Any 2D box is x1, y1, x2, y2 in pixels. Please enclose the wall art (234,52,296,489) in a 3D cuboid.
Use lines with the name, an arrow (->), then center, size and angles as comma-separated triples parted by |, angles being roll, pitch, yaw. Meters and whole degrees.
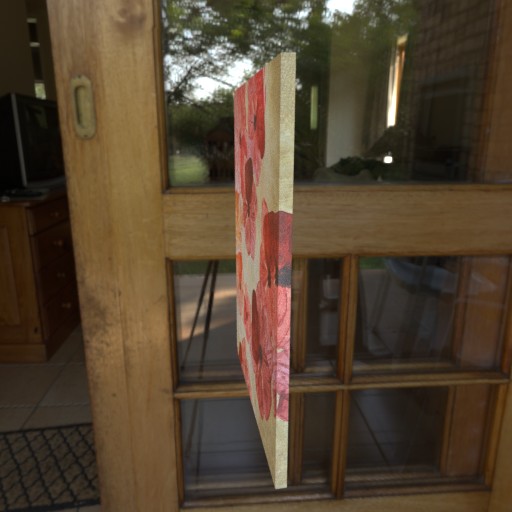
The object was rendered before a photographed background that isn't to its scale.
wall art -> 0.000, 0.000, 1.350 | 0.031, 1.015, 0.762 | -2, 15, -9
